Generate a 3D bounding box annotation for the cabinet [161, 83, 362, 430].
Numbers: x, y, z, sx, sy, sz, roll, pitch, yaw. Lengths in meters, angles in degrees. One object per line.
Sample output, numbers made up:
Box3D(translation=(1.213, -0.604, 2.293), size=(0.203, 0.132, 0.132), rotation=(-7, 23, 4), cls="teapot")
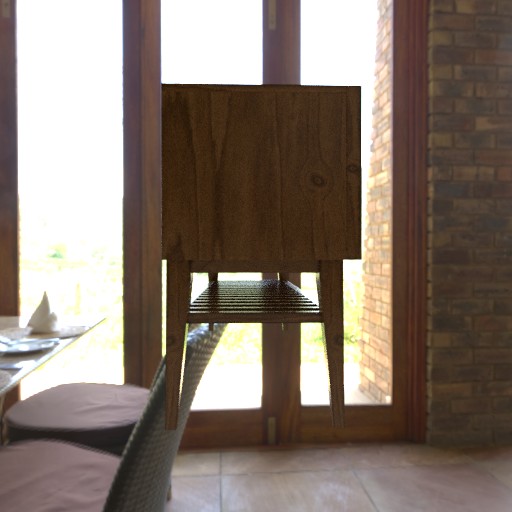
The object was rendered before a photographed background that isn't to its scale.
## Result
Box3D(translation=(0.000, 0.000, 1.706), size=(0.477, 0.802, 1.363), rotation=(0, 0, -2), cls="cabinet")
